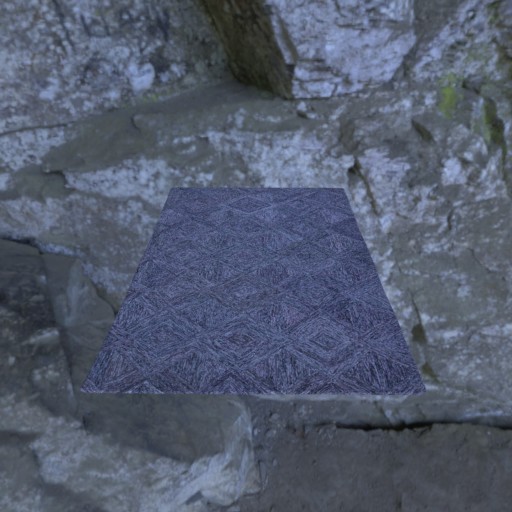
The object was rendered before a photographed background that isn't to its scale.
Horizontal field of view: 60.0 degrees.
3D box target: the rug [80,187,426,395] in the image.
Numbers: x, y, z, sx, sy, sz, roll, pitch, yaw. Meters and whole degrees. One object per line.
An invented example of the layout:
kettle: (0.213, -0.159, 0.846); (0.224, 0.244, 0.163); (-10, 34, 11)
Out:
rug: (0.000, 0.000, 2.207); (1.158, 0.013, 1.752); (0, 31, 0)
